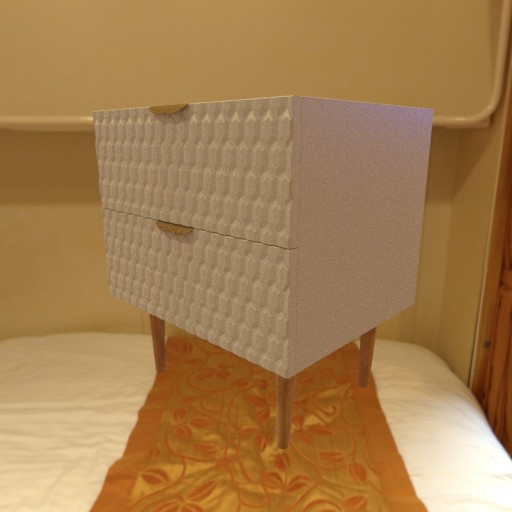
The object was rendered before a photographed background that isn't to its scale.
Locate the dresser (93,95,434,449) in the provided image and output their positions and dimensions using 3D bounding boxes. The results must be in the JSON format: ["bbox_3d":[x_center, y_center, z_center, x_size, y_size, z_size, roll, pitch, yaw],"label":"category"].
[{"bbox_3d":[0.000,0.000,0.907,0.503,0.568,0.414,14,21,42],"label":"dresser"}]
